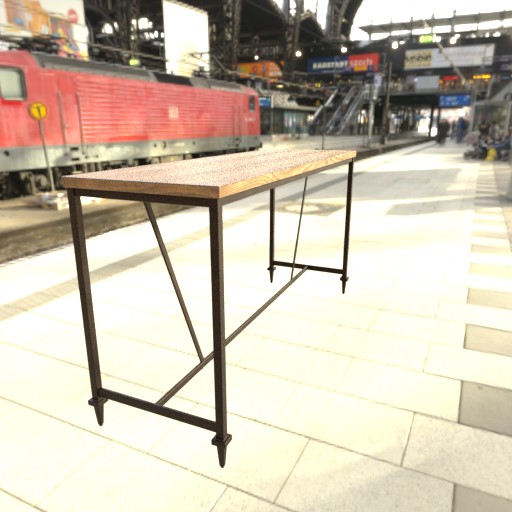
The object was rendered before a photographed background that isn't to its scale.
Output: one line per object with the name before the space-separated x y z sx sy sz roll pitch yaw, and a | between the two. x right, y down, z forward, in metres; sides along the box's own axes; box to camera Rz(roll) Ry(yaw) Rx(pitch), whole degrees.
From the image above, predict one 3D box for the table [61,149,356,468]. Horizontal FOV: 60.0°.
table | 0.000 0.000 2.113 0.551 0.902 1.700 7 18 23
